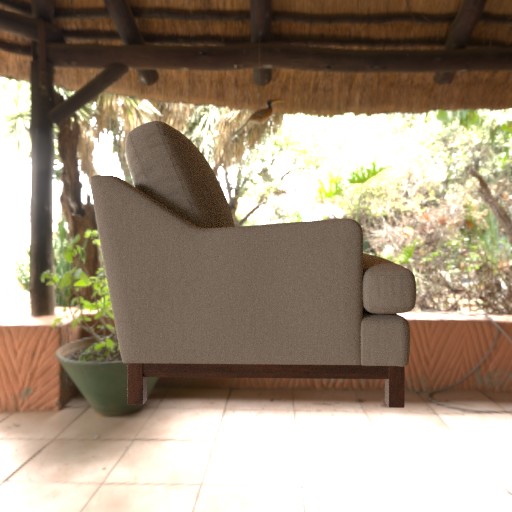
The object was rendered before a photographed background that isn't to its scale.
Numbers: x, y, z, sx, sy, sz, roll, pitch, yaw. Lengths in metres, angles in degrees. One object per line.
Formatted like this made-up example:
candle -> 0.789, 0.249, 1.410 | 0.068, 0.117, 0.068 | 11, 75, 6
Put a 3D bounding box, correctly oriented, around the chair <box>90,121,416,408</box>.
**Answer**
chair -> 0.000, 0.000, 1.777 | 1.001, 0.916, 0.912 | 0, 0, 2
